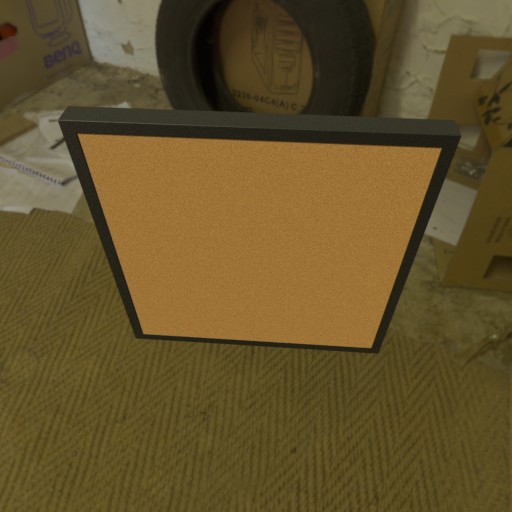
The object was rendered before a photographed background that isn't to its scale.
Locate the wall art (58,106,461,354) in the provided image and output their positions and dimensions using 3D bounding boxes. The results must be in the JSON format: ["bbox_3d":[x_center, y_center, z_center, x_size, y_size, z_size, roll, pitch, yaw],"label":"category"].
[{"bbox_3d":[0.000,0.000,0.750,0.506,0.506,0.037,3,47,3],"label":"wall art"}]
